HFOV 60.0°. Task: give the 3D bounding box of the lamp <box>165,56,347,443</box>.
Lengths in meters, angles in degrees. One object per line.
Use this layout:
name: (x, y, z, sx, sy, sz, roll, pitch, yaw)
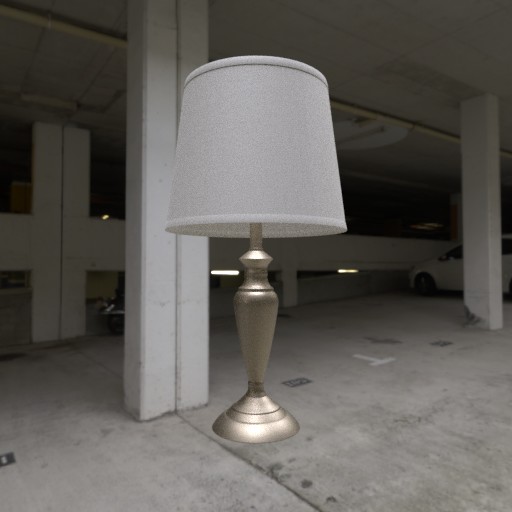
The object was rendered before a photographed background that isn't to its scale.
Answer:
lamp: (0.000, 0.000, 0.814, 0.328, 0.619, 0.328, 0, -1, 0)
